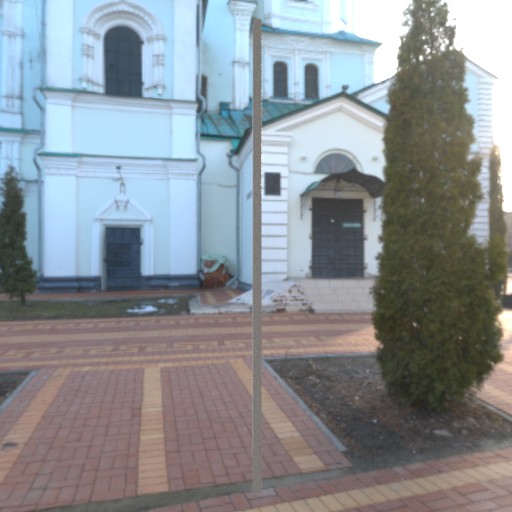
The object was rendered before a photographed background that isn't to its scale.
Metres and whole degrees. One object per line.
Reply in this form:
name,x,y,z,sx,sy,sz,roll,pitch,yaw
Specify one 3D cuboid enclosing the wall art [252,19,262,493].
wall art,0.000,0.000,0.828,0.013,0.683,0.380,0,-1,-1
